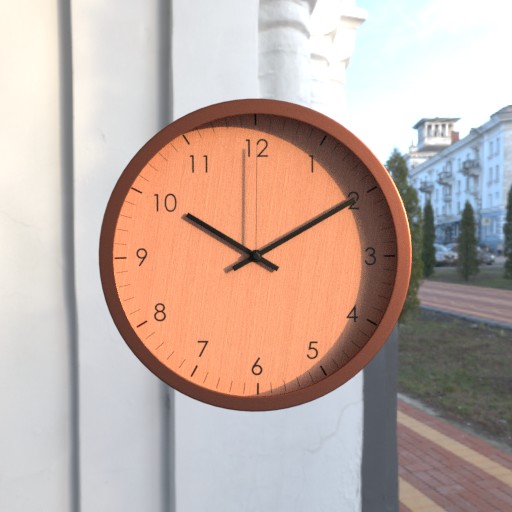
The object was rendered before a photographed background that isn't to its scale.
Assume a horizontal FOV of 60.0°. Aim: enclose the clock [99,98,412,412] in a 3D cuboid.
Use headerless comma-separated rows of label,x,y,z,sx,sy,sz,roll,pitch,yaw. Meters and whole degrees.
clock,0.000,0.000,0.462,0.313,0.313,0.040,0,1,-1
